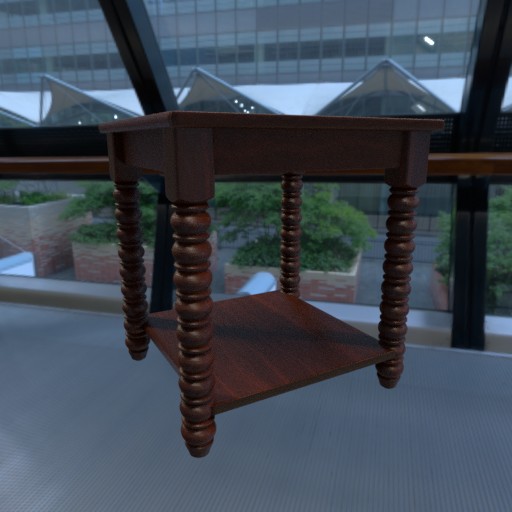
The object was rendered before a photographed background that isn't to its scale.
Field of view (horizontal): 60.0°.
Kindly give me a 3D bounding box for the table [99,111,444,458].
[{"bbox_3d":[0.000,0.000,0.978,0.533,0.567,0.500,-8,17,-28],"label":"table"}]
